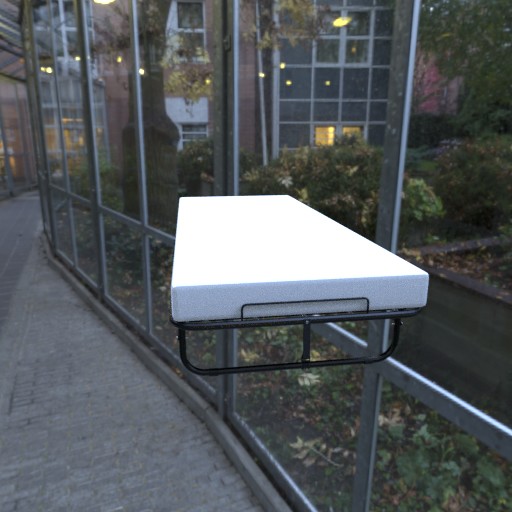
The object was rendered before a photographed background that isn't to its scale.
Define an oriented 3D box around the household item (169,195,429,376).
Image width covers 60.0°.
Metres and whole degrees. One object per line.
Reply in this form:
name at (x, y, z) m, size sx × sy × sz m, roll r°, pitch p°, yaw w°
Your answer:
household item at (0.000, 0.000, 2.169) m, size 0.787 × 0.356 × 1.905 m, roll -2°, pitch 15°, yaw -8°
